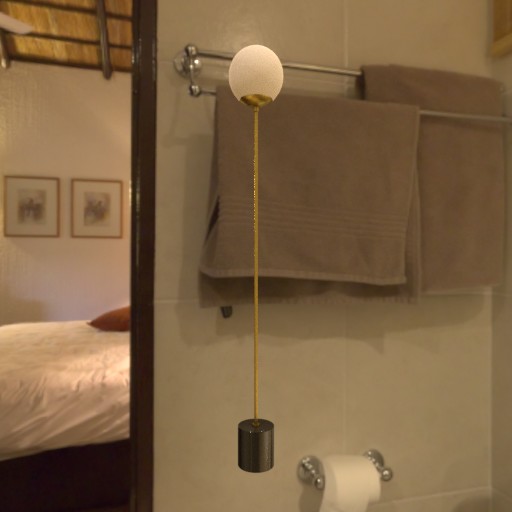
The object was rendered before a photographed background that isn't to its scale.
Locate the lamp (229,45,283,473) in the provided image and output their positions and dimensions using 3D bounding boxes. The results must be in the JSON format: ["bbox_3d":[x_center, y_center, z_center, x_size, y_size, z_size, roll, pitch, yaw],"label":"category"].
[{"bbox_3d":[0.000,0.000,1.860,0.229,1.748,0.229,0,0,38],"label":"lamp"}]
